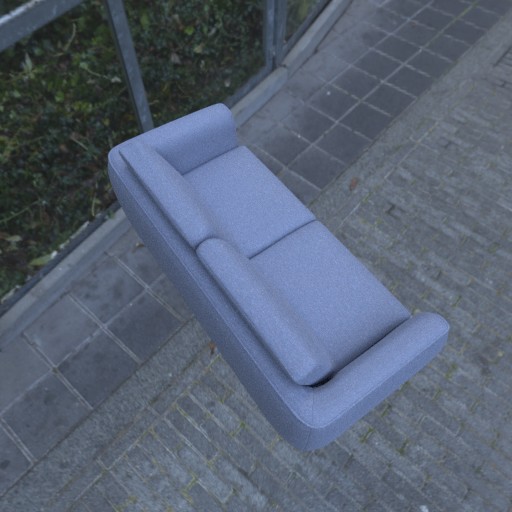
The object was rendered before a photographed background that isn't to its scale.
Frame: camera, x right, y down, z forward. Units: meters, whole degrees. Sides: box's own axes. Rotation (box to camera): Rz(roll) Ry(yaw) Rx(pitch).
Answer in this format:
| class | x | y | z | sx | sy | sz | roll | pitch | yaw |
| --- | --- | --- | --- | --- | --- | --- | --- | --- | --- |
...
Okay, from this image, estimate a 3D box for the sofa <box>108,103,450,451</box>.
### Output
| class | x | y | z | sx | sy | sz | roll | pitch | yaw |
| --- | --- | --- | --- | --- | --- | --- | --- | --- | --- |
| sofa | 0.000 | 0.000 | 2.558 | 0.920 | 0.870 | 2.000 | -31 | 62 | -18 |
